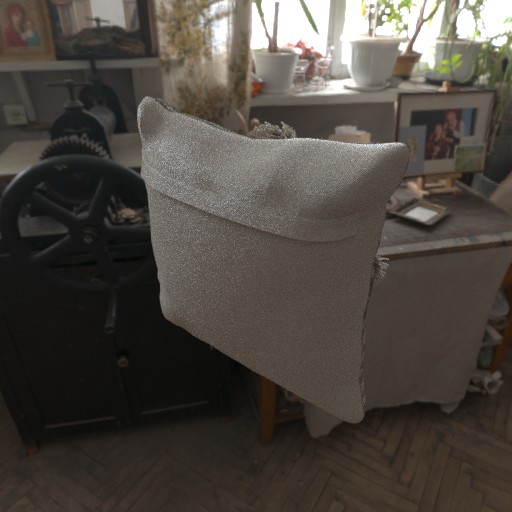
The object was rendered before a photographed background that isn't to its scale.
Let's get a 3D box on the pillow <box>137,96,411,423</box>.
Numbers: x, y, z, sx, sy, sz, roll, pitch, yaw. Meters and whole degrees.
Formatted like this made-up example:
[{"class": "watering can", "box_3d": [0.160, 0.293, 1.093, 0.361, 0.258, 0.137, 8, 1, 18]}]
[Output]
[{"class": "pillow", "box_3d": [0.000, 0.000, 0.778, 0.484, 0.490, 0.234, 22, 37, 32]}]
